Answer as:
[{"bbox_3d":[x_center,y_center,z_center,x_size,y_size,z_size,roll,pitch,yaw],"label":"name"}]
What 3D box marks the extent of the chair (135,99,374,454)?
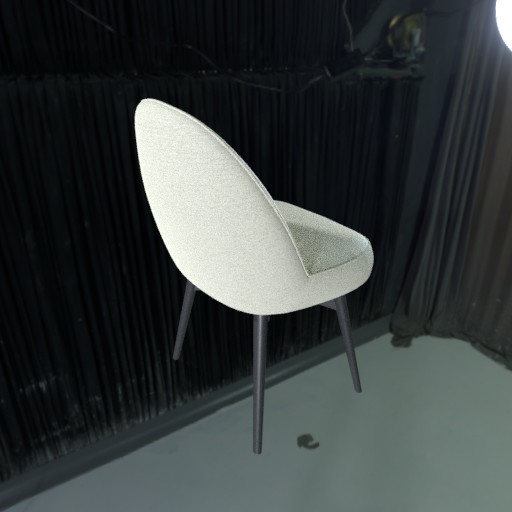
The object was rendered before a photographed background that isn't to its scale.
[{"bbox_3d":[0.000,0.000,1.199,0.540,0.838,0.532,-18,31,-32],"label":"chair"}]
